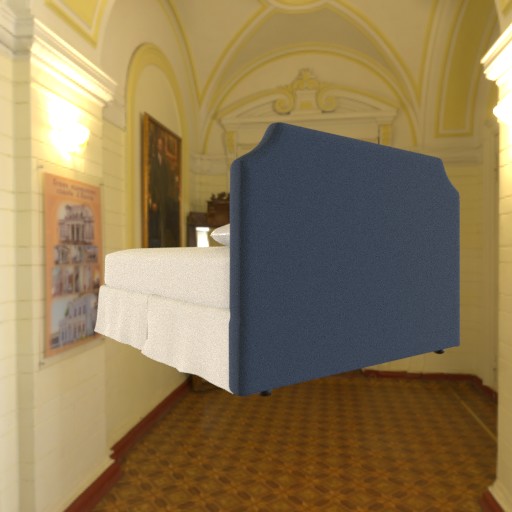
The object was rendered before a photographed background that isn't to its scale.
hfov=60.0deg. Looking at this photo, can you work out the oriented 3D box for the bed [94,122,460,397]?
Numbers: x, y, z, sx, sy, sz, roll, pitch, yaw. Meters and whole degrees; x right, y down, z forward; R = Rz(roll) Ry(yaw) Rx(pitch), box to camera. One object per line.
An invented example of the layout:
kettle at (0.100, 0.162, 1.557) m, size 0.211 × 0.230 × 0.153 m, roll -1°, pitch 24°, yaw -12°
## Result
bed at (0.000, 0.000, 3.380) m, size 1.831 × 1.297 × 2.260 m, roll 0°, pitch 1°, yaw -36°
